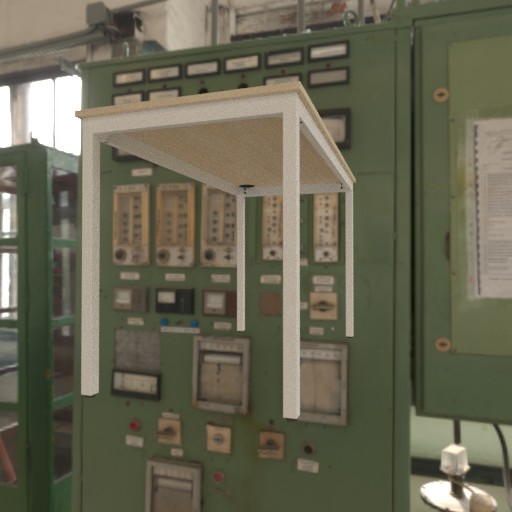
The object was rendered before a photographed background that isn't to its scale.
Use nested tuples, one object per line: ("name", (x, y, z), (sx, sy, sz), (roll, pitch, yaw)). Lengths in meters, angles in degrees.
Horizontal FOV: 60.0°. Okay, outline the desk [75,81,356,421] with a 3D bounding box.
("desk", (0.000, 0.000, 1.625), (0.600, 0.750, 1.200), (0, -1, 18))
